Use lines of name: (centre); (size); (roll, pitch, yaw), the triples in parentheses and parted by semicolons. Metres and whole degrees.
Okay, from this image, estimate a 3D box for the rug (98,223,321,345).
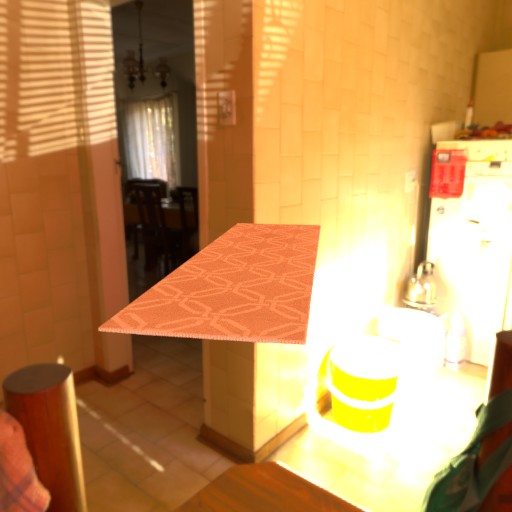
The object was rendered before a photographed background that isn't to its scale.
rug: (0.000, 0.000, 2.482); (0.678, 0.014, 2.276); (2, 13, 9)
